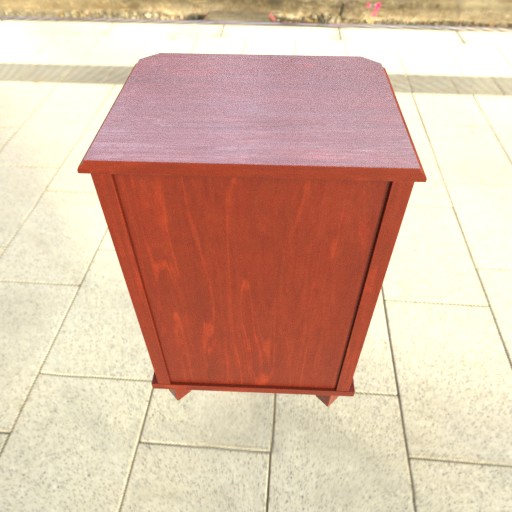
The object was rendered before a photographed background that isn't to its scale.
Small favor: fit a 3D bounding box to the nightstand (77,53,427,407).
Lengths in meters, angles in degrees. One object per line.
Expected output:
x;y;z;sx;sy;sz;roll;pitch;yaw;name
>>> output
0.000;0.000;0.905;0.435;0.681;0.351;2;46;2;nightstand
